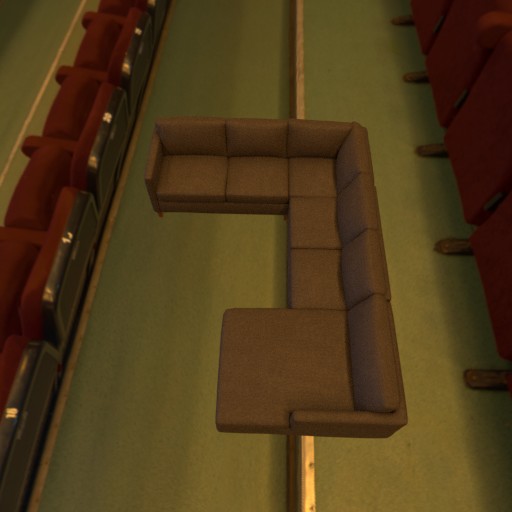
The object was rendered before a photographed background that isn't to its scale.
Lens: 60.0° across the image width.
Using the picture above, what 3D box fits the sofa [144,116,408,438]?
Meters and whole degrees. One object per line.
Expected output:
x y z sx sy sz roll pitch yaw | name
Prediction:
0.000 0.000 4.674 2.594 0.961 3.460 2 58 1 | sofa
